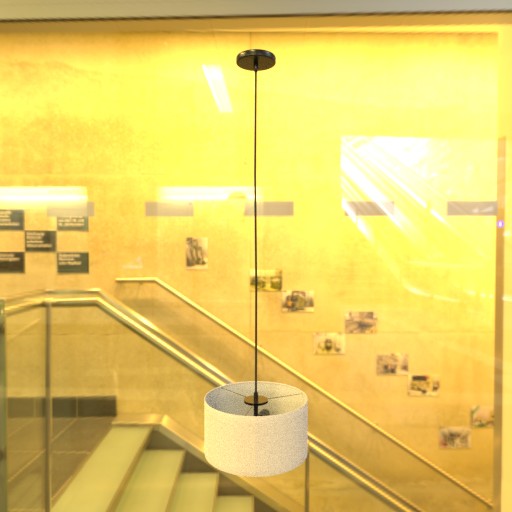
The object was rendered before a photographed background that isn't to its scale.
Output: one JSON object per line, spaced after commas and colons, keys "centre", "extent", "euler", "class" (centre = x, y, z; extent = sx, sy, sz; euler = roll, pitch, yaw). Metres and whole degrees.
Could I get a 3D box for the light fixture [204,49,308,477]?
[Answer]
{"centre": [0.000, 0.000, 1.710], "extent": [0.399, 1.516, 0.399], "euler": [0, 1, 0], "class": "light fixture"}
